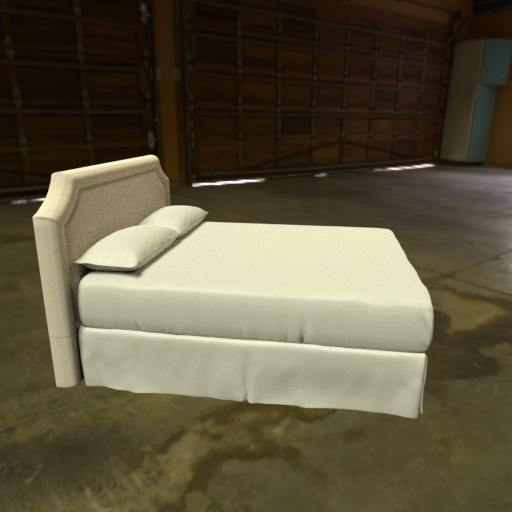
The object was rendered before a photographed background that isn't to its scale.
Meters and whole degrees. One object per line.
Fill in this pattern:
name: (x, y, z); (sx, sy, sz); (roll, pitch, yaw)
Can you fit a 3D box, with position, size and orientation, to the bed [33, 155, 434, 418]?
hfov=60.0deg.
bed: (0.000, 0.000, 3.178); (2.164, 1.297, 1.828); (3, 17, 9)
